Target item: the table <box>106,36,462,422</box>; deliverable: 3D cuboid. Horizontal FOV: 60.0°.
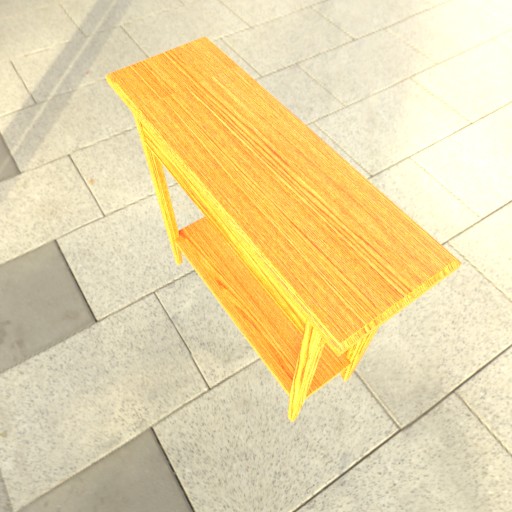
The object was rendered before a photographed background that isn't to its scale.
[{"bbox_3d":[0.000,0.000,1.118,0.254,0.711,0.762,-31,62,-18],"label":"table"}]
